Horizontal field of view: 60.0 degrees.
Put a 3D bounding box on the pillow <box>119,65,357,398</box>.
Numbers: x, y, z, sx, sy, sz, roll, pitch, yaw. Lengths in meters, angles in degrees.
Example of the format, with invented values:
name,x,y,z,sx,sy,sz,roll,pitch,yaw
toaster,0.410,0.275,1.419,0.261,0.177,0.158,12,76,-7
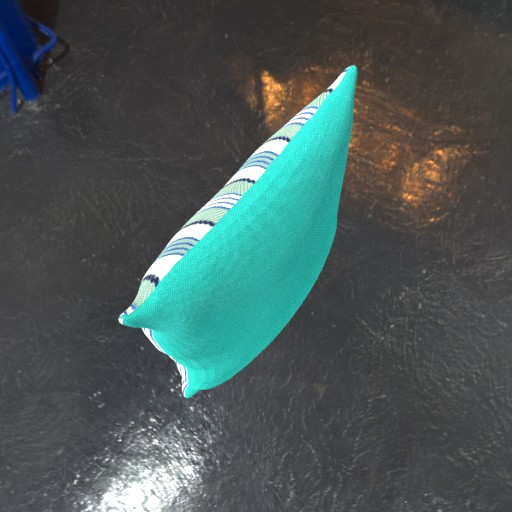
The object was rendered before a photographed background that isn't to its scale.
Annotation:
name,x,y,z,sx,sy,sz,roll,pitch,yaw
pillow,0.000,0.000,0.690,0.182,0.441,0.440,34,68,16
